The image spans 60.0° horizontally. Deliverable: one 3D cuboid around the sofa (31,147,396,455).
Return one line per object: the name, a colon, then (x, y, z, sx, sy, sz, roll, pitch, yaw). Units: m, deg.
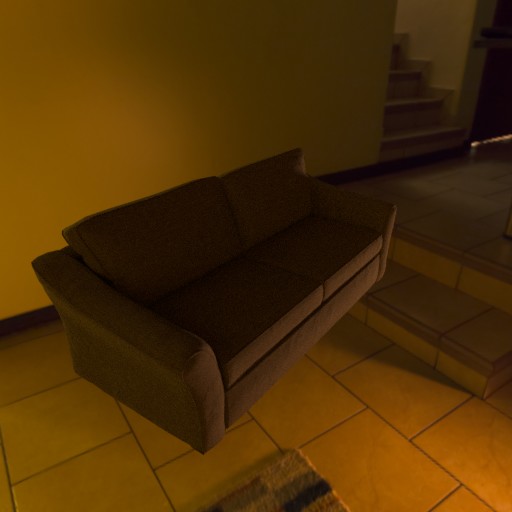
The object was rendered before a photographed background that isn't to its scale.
sofa: (0.000, 0.000, 2.717, 0.971, 0.950, 2.270, 18, 31, 32)
